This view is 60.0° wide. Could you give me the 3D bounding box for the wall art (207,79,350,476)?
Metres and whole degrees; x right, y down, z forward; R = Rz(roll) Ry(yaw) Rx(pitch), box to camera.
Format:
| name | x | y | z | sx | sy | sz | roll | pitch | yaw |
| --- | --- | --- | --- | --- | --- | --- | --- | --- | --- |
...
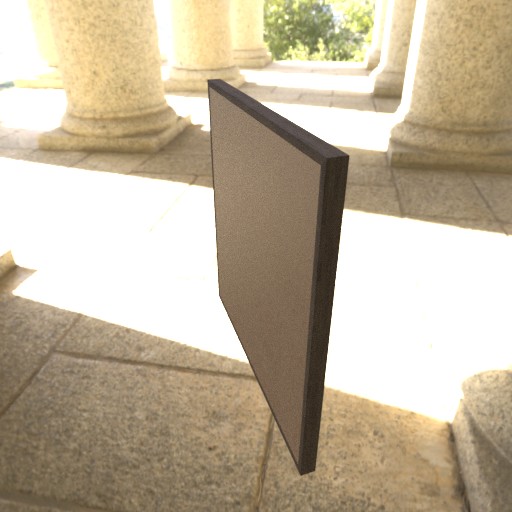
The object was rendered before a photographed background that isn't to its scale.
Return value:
| name | x | y | z | sx | sy | sz | roll | pitch | yaw |
| --- | --- | --- | --- | --- | --- | --- | --- | --- | --- |
| wall art | 0.000 | 0.000 | 1.161 | 0.038 | 0.762 | 0.762 | -10 | 32 | -16 |
